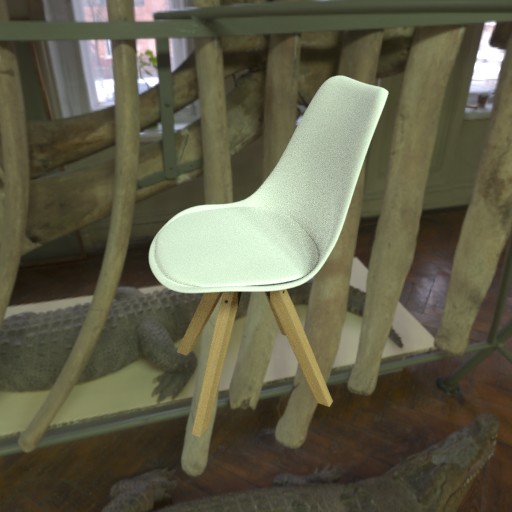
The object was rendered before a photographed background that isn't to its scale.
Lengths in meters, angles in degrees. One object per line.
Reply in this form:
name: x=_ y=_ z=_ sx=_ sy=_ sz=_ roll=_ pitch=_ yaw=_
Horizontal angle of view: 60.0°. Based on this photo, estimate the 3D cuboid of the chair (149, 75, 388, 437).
chair: x=0.000 y=0.000 z=1.175 sx=0.550 sy=0.849 sz=0.485 roll=-8 pitch=31 yaw=-14
